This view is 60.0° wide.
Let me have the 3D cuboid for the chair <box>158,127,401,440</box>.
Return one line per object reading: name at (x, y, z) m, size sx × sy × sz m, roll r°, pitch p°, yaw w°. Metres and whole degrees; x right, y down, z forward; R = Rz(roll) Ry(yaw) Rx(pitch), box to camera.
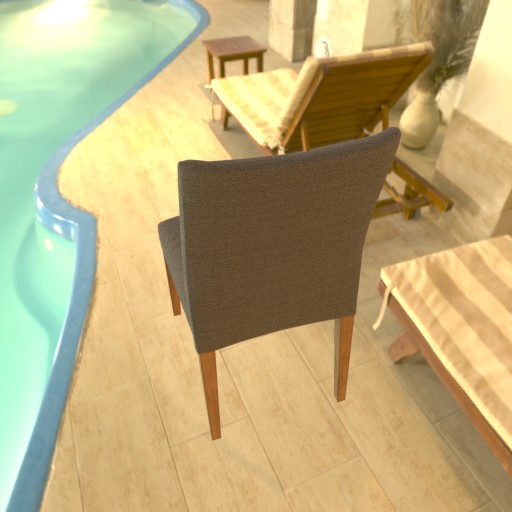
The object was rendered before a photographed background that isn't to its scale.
chair at (0.000, 0.000, 1.269) m, size 0.496 × 0.940 × 0.585 m, roll -12°, pitch 43°, yaw -13°
